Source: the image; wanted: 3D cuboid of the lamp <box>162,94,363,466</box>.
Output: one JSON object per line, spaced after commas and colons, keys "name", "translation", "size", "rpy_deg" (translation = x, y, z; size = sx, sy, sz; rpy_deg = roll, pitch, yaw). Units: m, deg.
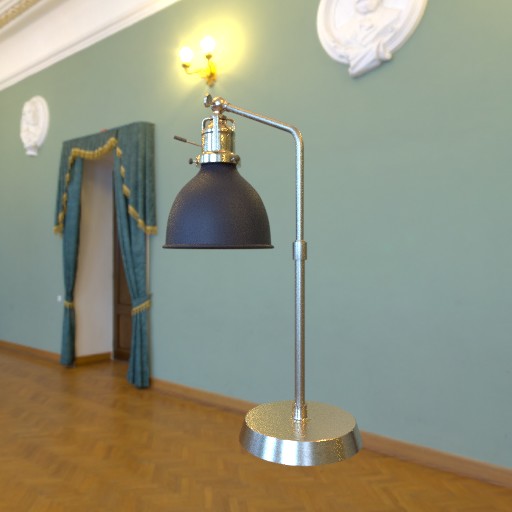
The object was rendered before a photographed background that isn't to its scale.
{"name": "lamp", "translation": [0.000, 0.000, 0.599], "size": [0.291, 0.456, 0.160], "rpy_deg": [0, 0, 36]}
